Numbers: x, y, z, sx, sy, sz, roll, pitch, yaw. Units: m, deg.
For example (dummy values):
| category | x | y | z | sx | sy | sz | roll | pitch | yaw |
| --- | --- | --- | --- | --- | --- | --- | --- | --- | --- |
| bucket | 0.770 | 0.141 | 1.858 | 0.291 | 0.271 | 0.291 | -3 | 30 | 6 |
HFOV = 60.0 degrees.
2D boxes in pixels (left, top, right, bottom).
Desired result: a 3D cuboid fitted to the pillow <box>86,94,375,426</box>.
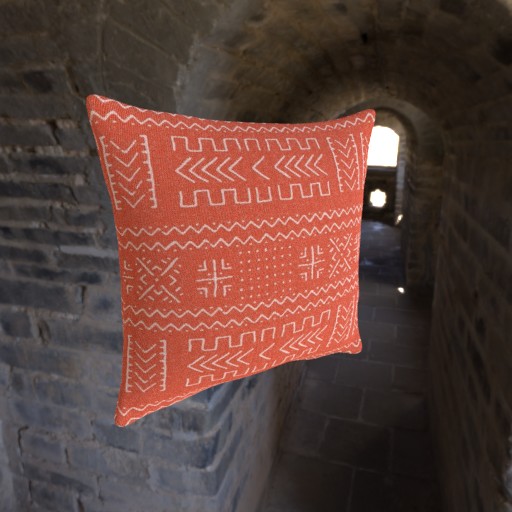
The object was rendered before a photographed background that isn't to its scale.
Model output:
| category | x | y | z | sx | sy | sz | roll | pitch | yaw |
| --- | --- | --- | --- | --- | --- | --- | --- | --- | --- |
| pillow | 0.000 | 0.000 | 0.651 | 0.438 | 0.429 | 0.164 | -8 | 17 | -28 |
